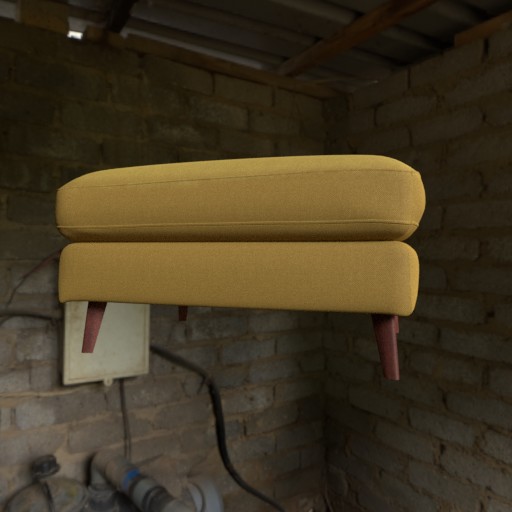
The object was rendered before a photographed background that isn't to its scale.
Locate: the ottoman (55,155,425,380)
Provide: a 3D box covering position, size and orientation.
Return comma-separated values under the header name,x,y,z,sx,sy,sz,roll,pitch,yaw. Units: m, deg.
name,x,y,z,sx,sy,sz,roll,pitch,yaw
ottoman,0.000,0.000,1.165,0.811,0.449,0.608,0,1,18
